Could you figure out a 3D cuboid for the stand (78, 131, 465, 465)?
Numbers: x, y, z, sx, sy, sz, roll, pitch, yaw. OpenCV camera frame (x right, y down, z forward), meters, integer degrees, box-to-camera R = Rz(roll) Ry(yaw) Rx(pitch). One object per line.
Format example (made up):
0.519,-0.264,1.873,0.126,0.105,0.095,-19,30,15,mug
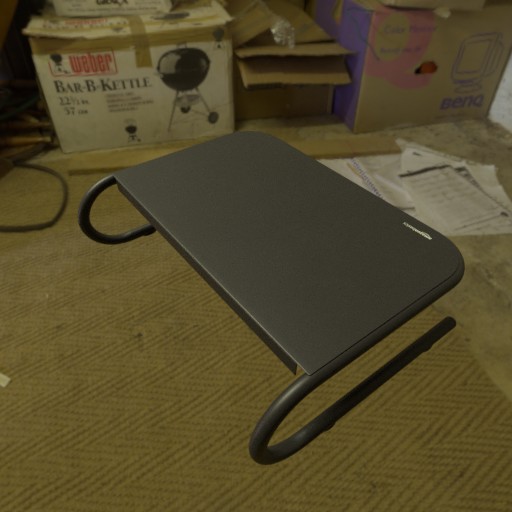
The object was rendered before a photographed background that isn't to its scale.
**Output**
0.000,0.000,0.506,0.280,0.108,0.370,-27,48,-27,stand
